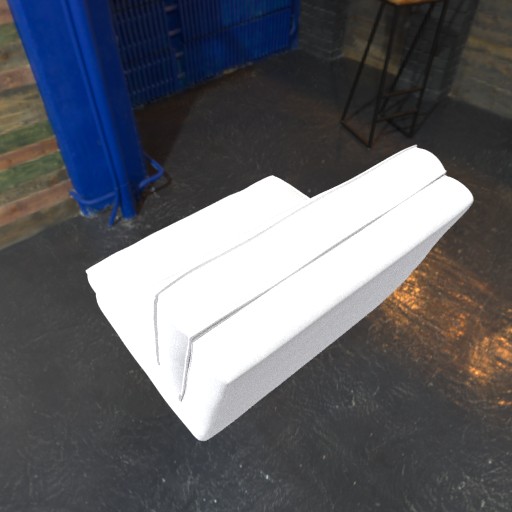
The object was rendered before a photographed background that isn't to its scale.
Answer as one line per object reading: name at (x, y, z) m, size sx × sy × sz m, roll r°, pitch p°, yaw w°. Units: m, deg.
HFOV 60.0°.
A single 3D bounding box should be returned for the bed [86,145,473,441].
bed at (0.000, 0.000, 1.268) m, size 0.799 × 0.614 × 0.749 m, roll -31°, pitch 53°, yaw -27°
